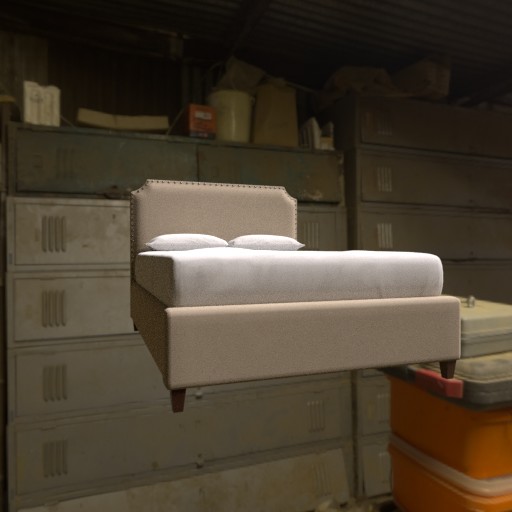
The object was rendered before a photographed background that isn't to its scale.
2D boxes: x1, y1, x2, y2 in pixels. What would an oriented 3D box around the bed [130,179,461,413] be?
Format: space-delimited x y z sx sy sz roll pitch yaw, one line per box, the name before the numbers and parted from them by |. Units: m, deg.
bed | 0.000 0.000 3.365 1.703 1.415 2.329 0 1 -20
